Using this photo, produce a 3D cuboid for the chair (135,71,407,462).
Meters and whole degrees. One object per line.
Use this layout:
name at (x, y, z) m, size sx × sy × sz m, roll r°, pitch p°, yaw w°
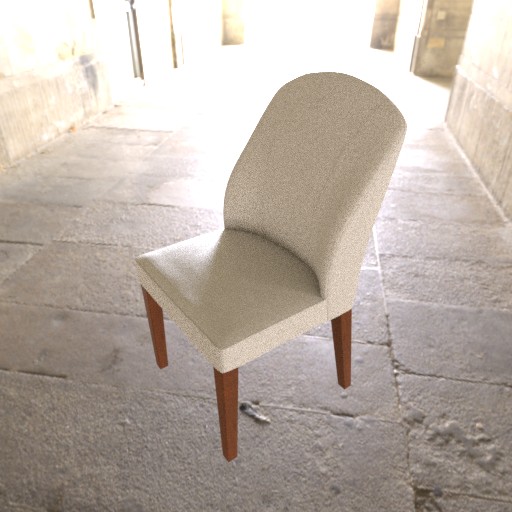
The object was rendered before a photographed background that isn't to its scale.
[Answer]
chair at (0.000, 0.000, 1.212) m, size 0.540 × 0.893 × 0.472 m, roll -21°, pitch 37°, yaw -30°
